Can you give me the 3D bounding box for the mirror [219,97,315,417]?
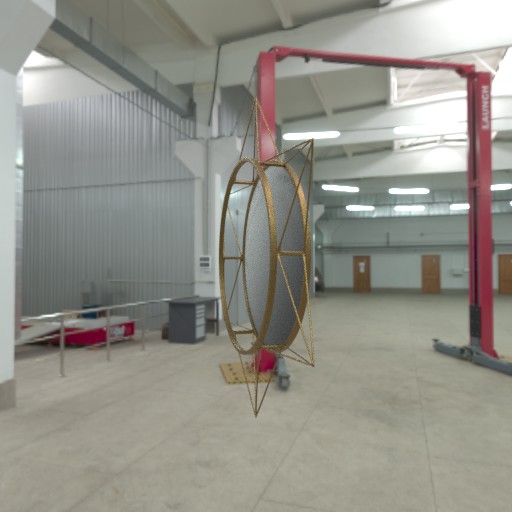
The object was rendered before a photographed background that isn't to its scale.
[{"bbox_3d":[0.000,0.000,0.803,0.062,0.581,0.498,0,-1,-17],"label":"mirror"}]
